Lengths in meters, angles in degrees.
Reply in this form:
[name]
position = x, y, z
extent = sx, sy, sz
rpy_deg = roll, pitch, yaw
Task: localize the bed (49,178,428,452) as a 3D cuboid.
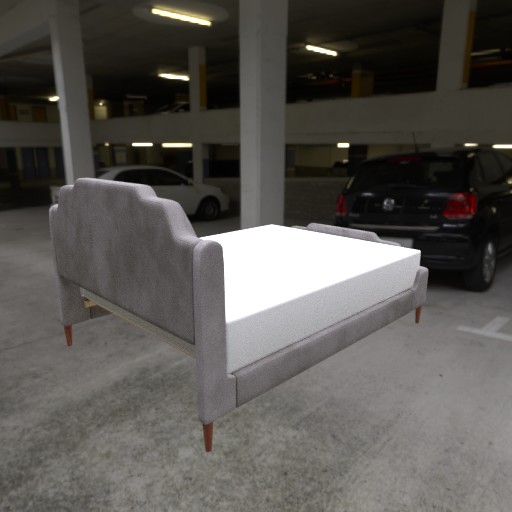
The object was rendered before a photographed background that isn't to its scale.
[bed]
position = 0.000, 0.000, 3.327
extent = 2.340, 1.245, 1.676
rpy_deg = -14, 20, -43
